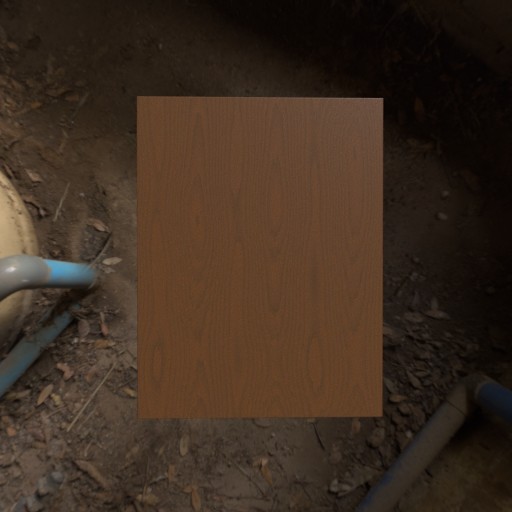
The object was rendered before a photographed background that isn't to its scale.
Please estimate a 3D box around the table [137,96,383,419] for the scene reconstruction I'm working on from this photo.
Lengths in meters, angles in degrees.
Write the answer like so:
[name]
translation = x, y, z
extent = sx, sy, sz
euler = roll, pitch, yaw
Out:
[table]
translation = 0.000, 0.000, 0.829
extent = 0.300, 0.599, 0.406
euler = 0, 90, -1
